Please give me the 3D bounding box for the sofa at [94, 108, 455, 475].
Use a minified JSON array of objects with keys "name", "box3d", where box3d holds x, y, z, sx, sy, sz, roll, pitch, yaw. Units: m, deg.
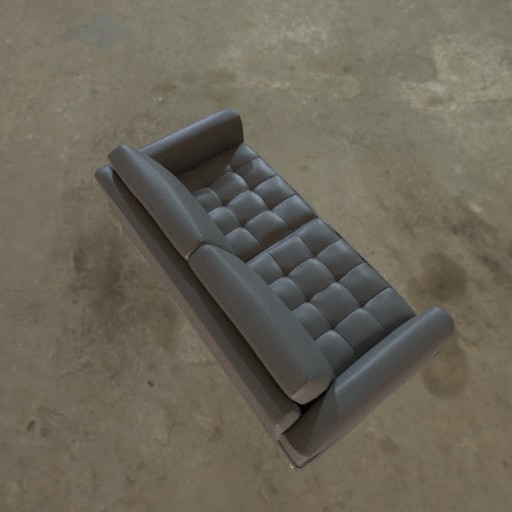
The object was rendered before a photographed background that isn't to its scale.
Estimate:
[{"name":"sofa","box3d":[0.000,0.000,2.709,1.121,0.930,2.177,-32,64,-18]}]
